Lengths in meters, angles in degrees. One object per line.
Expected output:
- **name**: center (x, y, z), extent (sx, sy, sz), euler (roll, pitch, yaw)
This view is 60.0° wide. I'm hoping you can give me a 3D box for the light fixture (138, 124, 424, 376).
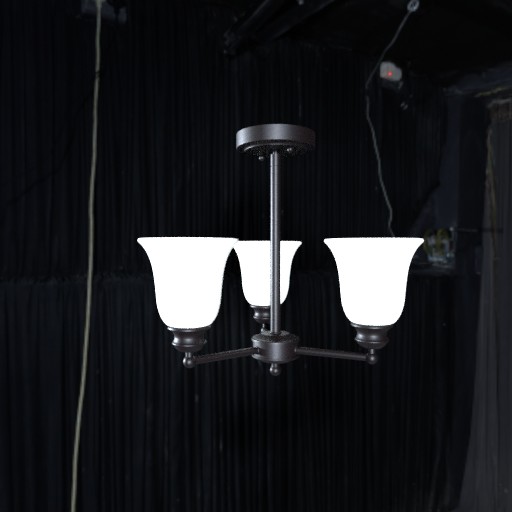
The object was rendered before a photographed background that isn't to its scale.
- **light fixture**: center (0.000, 0.000, 0.661), extent (0.354, 0.370, 0.388), euler (-1, 1, -35)
